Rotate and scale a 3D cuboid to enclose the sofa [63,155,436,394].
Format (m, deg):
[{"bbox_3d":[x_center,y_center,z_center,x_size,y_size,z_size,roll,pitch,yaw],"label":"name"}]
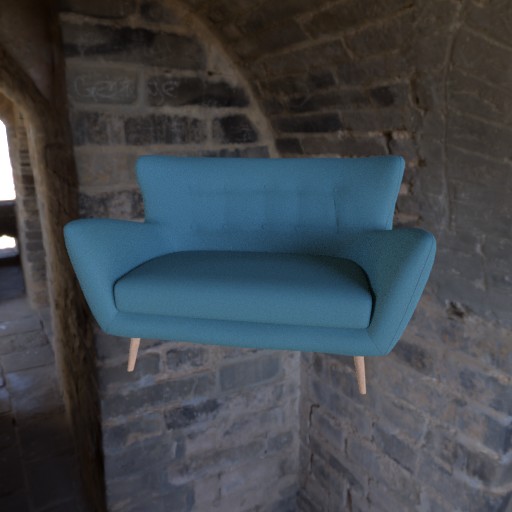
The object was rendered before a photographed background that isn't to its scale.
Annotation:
[{"bbox_3d":[0.000,0.000,2.024,1.397,0.889,0.889,3,14,10],"label":"sofa"}]
